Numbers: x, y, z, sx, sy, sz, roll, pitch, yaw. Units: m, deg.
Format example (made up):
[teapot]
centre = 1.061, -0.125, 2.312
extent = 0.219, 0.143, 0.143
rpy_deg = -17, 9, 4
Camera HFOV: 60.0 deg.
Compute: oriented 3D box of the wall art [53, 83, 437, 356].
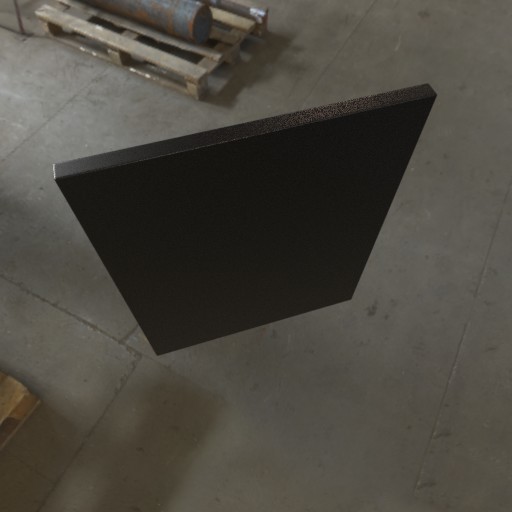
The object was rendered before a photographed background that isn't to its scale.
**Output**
[wall art]
centre = 0.000, 0.000, 1.573
extent = 0.950, 1.194, 0.053
rpy_deg = -15, 60, -9
